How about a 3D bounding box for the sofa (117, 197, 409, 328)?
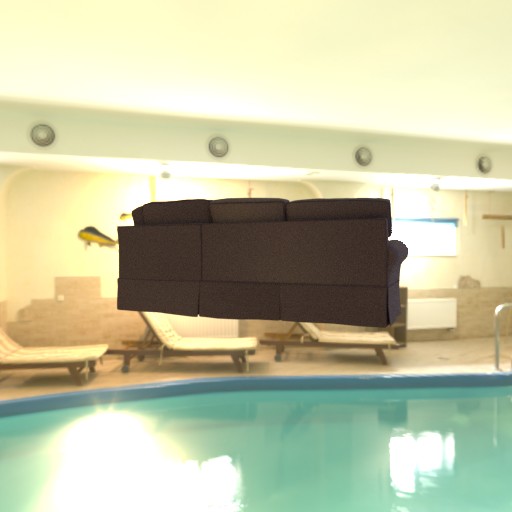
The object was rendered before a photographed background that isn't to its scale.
[{"bbox_3d":[0.000,0.000,5.057,2.874,1.169,3.773,0,1,-35],"label":"sofa"}]
